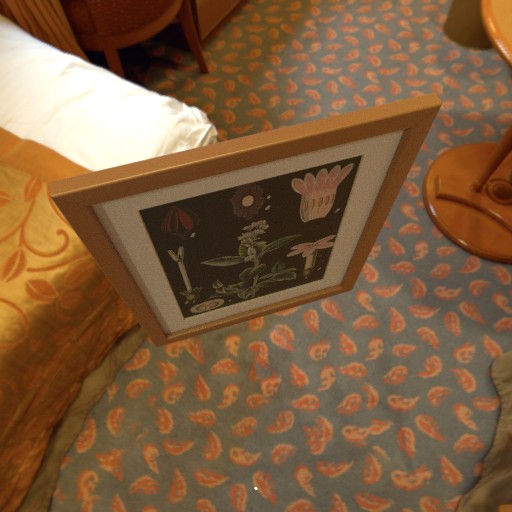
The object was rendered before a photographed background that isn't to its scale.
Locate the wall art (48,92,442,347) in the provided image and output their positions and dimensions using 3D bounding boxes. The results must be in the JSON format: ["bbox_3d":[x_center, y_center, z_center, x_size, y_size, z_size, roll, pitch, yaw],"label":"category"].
[{"bbox_3d":[0.000,0.000,0.505,0.310,0.379,0.015,-15,63,-8],"label":"wall art"}]
